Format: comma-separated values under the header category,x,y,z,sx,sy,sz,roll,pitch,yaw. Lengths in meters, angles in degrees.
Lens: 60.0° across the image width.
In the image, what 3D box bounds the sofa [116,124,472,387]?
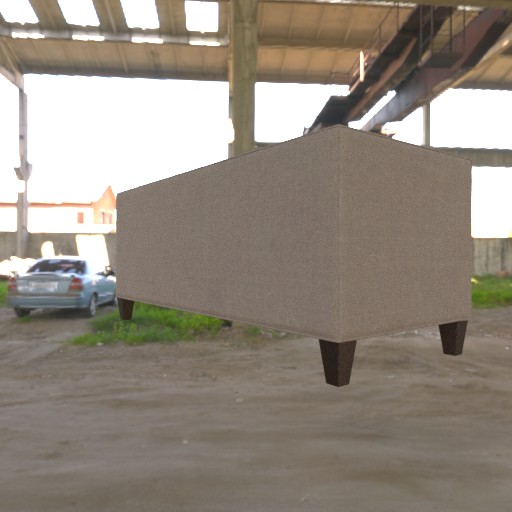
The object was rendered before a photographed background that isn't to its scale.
category,x,y,z,sx,sy,sz,roll,pitch,yaw
sofa,0.000,0.000,2.191,0.775,0.762,1.778,0,0,-38
